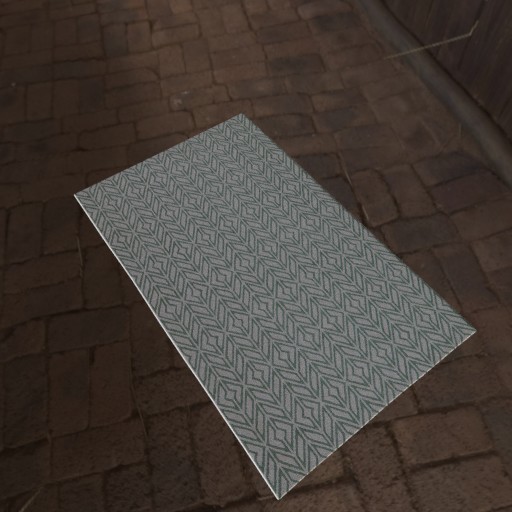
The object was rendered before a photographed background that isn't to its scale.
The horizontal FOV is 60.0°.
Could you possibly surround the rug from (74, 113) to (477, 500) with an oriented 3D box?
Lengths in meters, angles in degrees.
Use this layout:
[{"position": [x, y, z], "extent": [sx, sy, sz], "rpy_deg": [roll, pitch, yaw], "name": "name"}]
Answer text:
[{"position": [0.000, 0.000, 2.957], "extent": [1.517, 0.011, 2.435], "rpy_deg": [-32, 63, -19], "name": "rug"}]
